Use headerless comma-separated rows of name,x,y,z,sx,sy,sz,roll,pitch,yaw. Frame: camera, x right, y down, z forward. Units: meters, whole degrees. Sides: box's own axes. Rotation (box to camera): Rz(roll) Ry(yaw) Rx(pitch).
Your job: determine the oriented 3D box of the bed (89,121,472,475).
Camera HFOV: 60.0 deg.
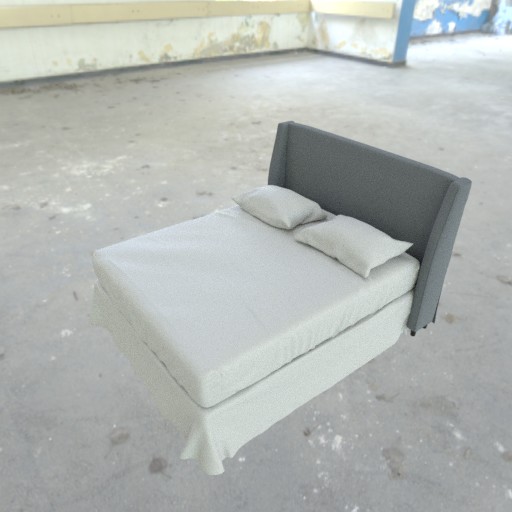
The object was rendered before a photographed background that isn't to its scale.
bed,0.000,0.000,3.398,2.276,1.332,1.925,-22,38,-31
